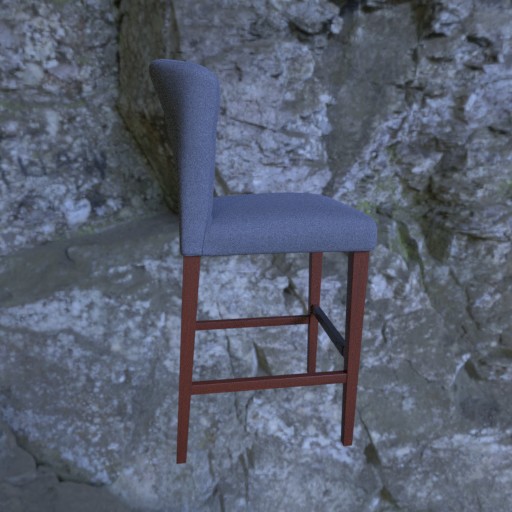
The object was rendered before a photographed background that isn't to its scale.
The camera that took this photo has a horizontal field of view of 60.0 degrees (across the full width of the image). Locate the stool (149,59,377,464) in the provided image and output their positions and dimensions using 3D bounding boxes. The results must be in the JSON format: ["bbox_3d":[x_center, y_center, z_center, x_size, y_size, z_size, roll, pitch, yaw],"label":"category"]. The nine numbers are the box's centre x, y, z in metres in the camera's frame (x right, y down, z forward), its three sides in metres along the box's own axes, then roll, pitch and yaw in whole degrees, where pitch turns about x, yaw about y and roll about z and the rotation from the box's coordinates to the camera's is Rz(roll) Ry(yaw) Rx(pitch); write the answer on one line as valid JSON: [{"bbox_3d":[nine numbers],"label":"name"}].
[{"bbox_3d":[0.000,0.000,1.342,0.568,1.069,0.481,-2,15,-8],"label":"stool"}]
